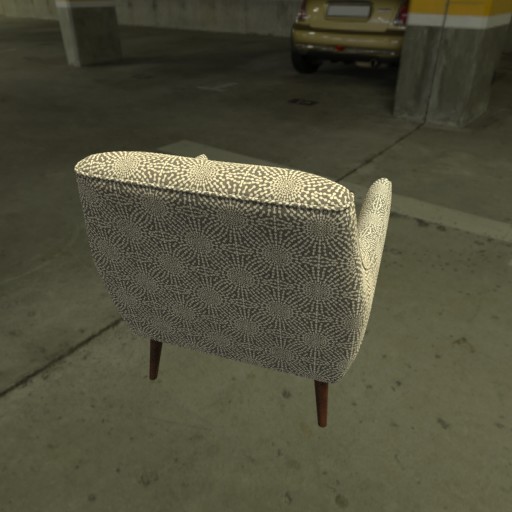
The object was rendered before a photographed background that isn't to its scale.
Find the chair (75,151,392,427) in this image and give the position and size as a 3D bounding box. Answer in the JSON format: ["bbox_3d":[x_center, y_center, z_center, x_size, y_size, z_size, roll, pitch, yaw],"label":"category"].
[{"bbox_3d":[0.000,0.000,1.416,0.762,0.838,0.787,10,33,16],"label":"chair"}]
